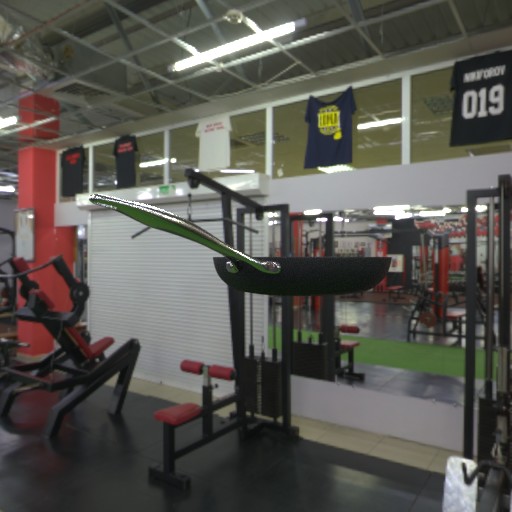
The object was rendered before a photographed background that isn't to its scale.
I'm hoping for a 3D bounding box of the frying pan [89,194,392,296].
[{"bbox_3d":[0.000,0.000,0.561,0.255,0.105,0.472,0,0,37],"label":"frying pan"}]
